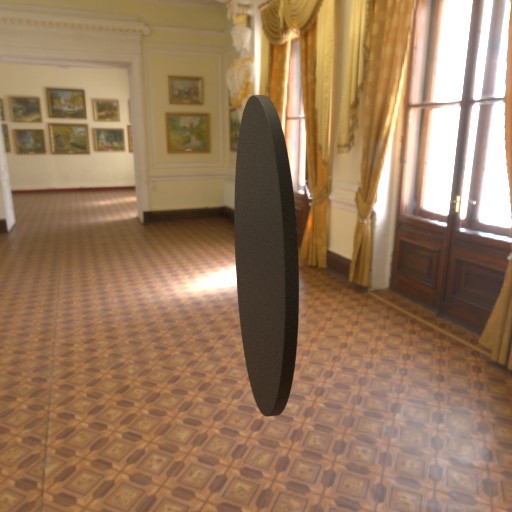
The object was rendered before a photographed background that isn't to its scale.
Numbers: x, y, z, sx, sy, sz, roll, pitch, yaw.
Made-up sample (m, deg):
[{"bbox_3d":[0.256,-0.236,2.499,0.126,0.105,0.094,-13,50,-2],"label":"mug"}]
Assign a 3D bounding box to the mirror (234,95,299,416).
[{"bbox_3d":[0.000,0.000,1.577,0.036,1.077,1.077,-2,15,-9],"label":"mirror"}]
